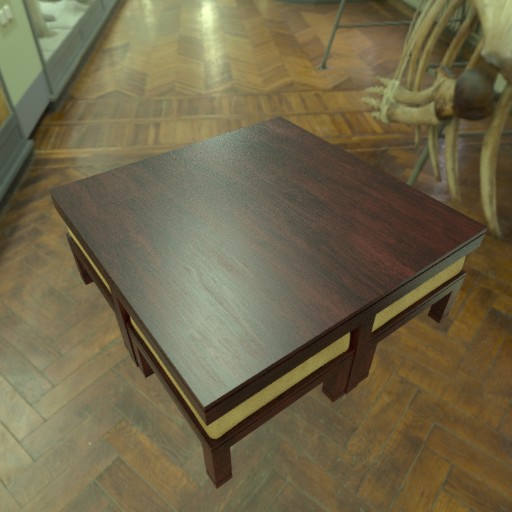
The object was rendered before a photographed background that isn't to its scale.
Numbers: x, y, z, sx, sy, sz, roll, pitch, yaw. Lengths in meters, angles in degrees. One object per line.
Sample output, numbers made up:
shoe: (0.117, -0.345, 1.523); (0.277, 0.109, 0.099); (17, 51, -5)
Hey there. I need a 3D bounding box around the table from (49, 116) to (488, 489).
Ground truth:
table: (0.000, 0.000, 1.340); (0.865, 0.356, 0.865); (-26, 47, -27)
